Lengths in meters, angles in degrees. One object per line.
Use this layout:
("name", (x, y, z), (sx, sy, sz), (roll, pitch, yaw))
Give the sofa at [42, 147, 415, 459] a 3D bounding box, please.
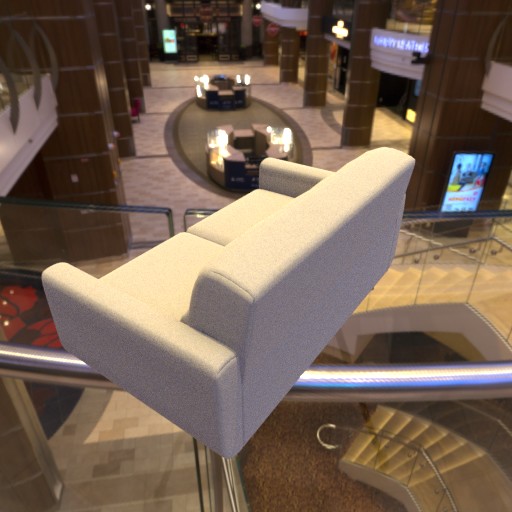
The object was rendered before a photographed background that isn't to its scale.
("sofa", (0.000, 0.000, 2.183), (0.980, 0.892, 1.655), (21, 38, 29))
